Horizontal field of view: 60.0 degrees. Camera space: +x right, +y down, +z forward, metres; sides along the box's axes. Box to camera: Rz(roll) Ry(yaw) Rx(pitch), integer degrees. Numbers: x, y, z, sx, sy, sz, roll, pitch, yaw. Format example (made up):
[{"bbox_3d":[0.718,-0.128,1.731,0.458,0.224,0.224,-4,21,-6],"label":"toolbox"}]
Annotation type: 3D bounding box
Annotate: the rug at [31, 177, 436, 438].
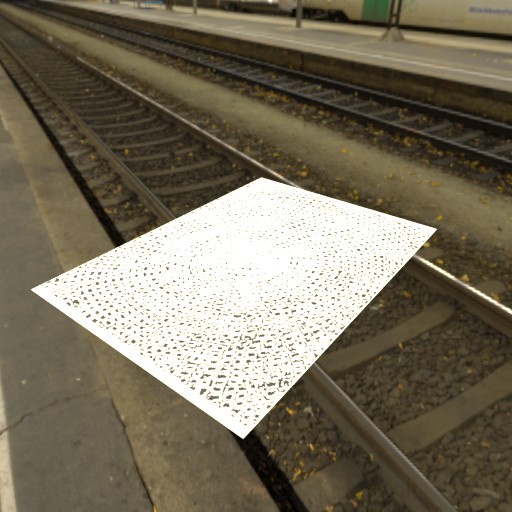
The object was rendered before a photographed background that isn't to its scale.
[{"bbox_3d":[0.000,0.000,2.151,1.190,0.003,1.634,22,38,32],"label":"rug"}]
